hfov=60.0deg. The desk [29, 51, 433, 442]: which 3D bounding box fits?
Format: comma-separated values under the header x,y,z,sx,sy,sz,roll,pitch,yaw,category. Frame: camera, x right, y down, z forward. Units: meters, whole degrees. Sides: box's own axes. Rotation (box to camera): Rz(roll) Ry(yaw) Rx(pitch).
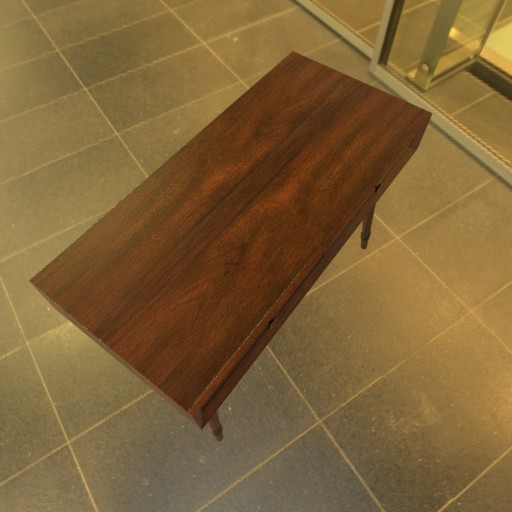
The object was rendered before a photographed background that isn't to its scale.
x,y,z,sx,sy,sz,roll,pitch,yaw,category
0.000,0.000,2.146,0.734,1.031,1.577,33,64,18,desk
